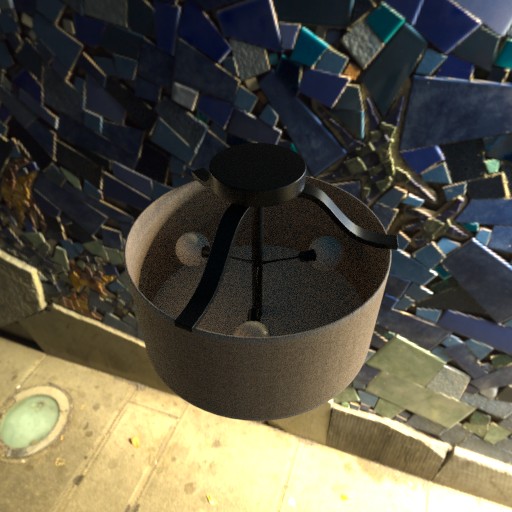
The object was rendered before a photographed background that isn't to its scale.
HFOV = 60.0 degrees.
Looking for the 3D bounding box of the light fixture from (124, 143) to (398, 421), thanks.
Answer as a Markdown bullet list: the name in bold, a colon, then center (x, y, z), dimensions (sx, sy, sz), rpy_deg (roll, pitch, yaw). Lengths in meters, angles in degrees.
- **light fixture**: center (0.000, 0.000, 0.669), dimensions (0.390, 0.306, 0.390), rpy_deg (0, 41, 0)
